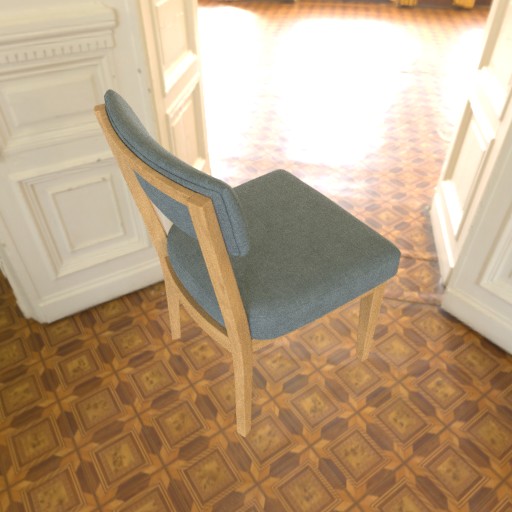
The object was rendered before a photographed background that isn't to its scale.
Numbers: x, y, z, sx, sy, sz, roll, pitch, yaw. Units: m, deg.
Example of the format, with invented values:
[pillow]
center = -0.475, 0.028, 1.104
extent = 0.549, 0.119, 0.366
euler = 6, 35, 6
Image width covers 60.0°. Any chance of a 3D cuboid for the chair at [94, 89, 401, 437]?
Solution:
[chair]
center = 0.000, 0.000, 1.166
extent = 0.572, 0.832, 0.508
euler = -25, 47, -26
